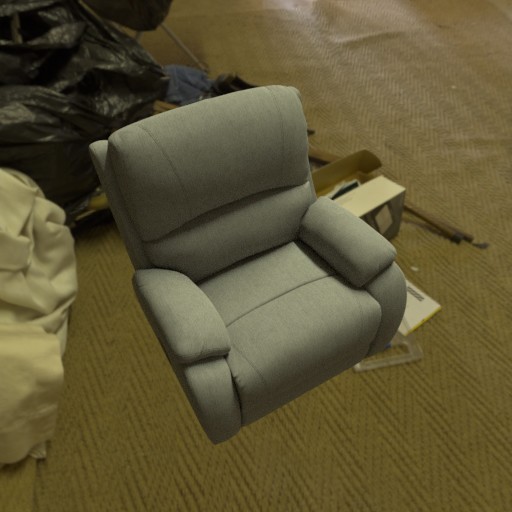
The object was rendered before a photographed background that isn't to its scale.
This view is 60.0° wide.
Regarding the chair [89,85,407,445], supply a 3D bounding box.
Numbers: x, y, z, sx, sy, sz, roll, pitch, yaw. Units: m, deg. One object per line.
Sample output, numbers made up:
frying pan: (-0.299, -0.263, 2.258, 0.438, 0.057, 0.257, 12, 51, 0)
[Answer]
chair: (0.000, 0.000, 1.744, 0.930, 1.011, 0.899, -23, 52, -20)
